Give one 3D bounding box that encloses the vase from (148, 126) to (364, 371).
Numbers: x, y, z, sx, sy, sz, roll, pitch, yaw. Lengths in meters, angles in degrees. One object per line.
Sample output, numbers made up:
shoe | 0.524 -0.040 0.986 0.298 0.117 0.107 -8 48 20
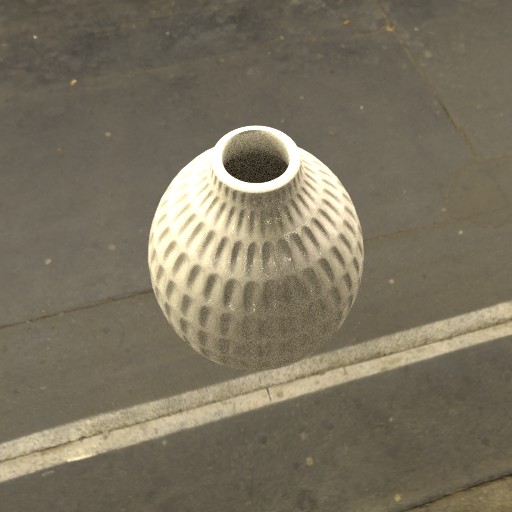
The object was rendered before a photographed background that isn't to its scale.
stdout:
vase | 0.000 0.000 0.341 0.162 0.223 0.162 0 60 0
